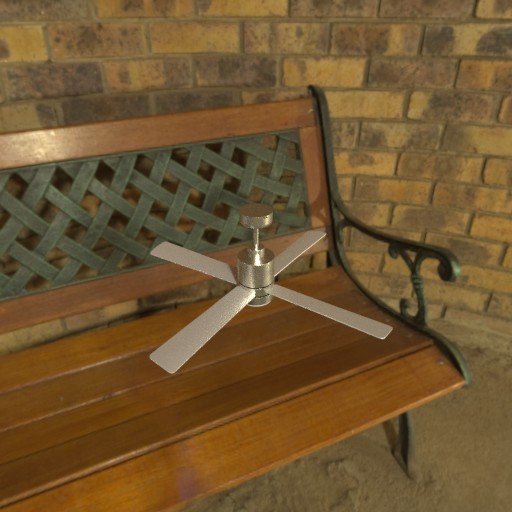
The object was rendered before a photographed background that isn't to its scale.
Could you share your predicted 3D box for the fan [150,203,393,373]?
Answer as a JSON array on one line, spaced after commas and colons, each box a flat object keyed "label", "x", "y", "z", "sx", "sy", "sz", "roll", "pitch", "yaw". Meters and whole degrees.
[{"label": "fan", "x": 0.000, "y": 0.000, "z": 2.388, "sx": 1.525, "sy": 0.539, "sz": 1.525, "roll": 19, "pitch": 35, "yaw": 29}]
